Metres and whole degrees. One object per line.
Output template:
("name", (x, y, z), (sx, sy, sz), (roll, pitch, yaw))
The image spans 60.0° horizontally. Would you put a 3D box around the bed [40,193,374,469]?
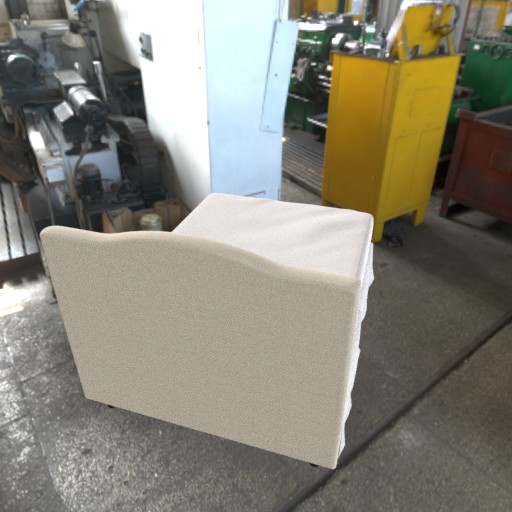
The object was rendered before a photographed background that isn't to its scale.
("bed", (0.000, 0.000, 3.319), (1.741, 1.449, 2.196), (10, 33, 15))
